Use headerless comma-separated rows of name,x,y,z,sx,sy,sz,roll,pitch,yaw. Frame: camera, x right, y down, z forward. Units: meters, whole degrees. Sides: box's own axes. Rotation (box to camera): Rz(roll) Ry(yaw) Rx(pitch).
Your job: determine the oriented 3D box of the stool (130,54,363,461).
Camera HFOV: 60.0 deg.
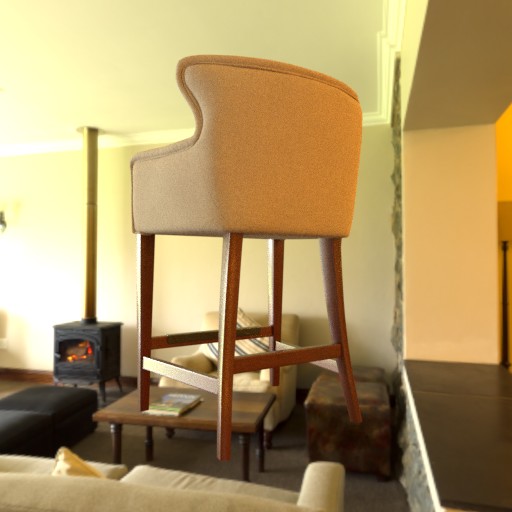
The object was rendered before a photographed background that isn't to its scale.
stool,0.000,0.000,1.314,0.601,0.951,0.570,1,-2,-34
